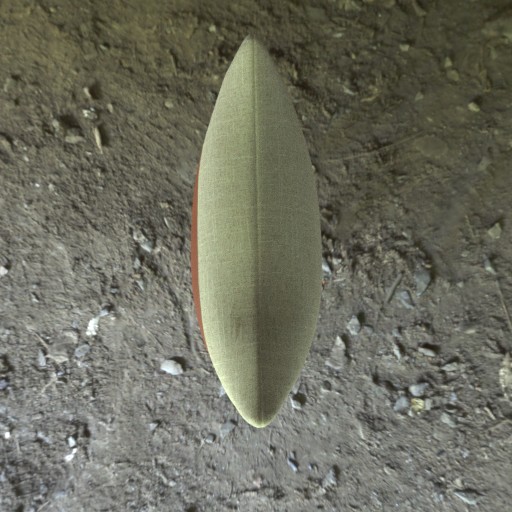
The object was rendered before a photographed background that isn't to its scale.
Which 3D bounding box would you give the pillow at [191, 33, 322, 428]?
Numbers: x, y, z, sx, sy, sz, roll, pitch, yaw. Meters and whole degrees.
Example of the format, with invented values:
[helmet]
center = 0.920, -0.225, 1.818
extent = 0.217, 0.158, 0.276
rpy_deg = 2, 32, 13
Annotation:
[pillow]
center = 0.000, 0.000, 0.632
extent = 0.173, 0.399, 0.414
rpy_deg = -1, 76, 0
